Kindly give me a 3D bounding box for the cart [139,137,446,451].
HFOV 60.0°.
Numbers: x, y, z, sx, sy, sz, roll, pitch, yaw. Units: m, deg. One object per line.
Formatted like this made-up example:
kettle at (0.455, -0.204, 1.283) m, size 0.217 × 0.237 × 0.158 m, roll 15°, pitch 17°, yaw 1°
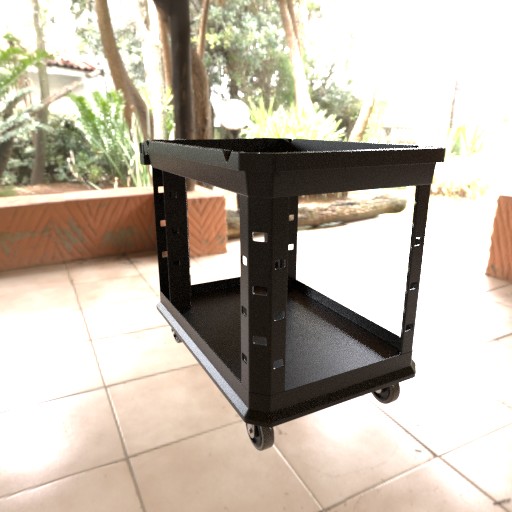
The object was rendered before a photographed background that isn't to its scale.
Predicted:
cart at (0.000, 0.000, 1.770) m, size 0.674 × 0.884 × 1.239 m, roll -9°, pitch 19°, yaw -26°
